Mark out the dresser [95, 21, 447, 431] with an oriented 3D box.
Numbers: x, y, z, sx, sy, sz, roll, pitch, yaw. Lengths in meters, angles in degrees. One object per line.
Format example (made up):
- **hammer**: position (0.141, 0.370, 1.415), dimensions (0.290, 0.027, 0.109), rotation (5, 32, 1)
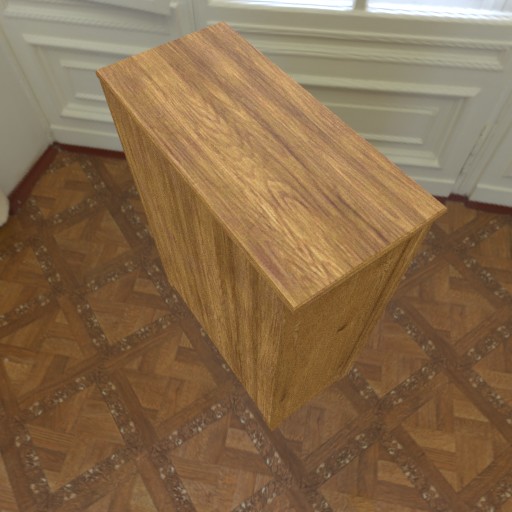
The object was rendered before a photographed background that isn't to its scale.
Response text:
- **dresser**: position (0.000, 0.000, 1.931), dimensions (0.558, 1.431, 1.081), rotation (-31, 63, -18)
